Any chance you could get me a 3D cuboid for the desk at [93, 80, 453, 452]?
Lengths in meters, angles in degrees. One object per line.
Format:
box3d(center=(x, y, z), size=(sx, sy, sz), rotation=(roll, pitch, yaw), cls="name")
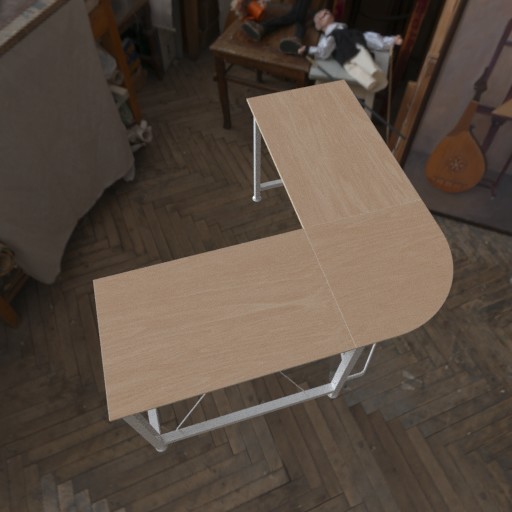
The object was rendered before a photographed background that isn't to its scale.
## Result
box3d(center=(0.000, 0.000, 2.213), size=(1.400, 0.762, 1.400), rotation=(-14, 59, -9), cls="desk")
